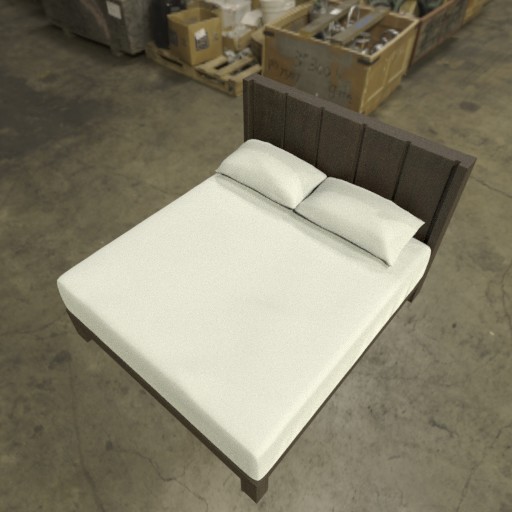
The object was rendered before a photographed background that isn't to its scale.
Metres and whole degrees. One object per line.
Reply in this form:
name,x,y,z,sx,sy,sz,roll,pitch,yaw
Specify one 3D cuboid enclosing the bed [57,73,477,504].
bed,0.000,0.000,2.924,1.735,1.261,1.992,32,54,26
